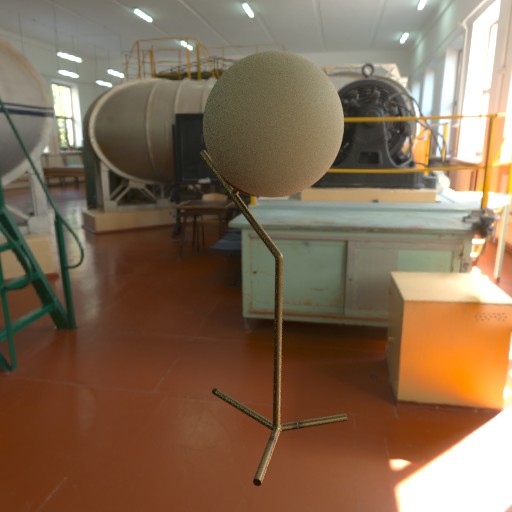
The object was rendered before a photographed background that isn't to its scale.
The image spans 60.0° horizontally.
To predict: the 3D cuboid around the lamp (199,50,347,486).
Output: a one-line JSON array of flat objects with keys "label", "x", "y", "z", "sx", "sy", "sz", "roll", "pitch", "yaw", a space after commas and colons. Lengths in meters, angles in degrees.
[{"label": "lamp", "x": 0.000, "y": 0.000, "z": 0.659, "sx": 0.210, "sy": 0.552, "sz": 0.251, "roll": -14, "pitch": 19, "yaw": -43}]
